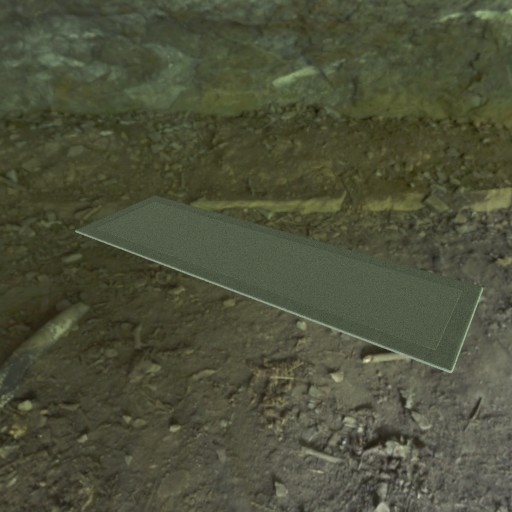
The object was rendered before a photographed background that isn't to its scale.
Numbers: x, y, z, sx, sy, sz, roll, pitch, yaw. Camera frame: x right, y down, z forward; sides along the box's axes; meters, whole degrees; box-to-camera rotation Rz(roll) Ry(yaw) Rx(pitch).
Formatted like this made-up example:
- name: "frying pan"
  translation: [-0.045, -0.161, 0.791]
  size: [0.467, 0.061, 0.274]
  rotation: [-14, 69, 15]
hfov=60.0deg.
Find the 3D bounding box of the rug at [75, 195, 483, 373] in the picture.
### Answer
- name: "rug"
  translation: [0.000, 0.000, 2.687]
  size: [2.430, 0.012, 0.759]
  rotation: [18, 34, 28]
